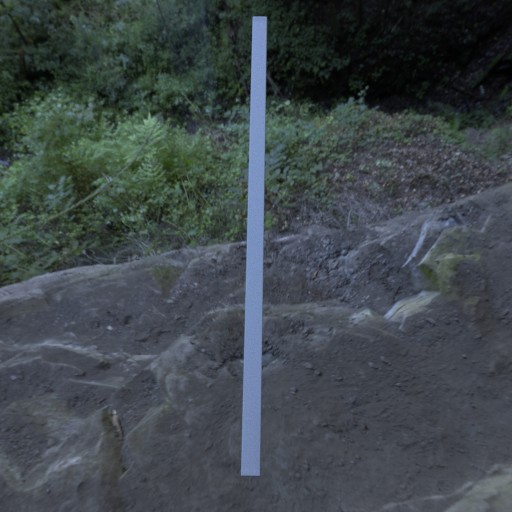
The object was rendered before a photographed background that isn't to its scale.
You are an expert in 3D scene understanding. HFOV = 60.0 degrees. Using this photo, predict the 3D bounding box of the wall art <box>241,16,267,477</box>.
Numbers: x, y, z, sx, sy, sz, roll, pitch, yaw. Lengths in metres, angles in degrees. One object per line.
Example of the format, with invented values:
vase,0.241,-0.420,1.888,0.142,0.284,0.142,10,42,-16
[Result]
wall art,0.000,0.000,1.427,0.040,0.765,1.149,1,75,0
